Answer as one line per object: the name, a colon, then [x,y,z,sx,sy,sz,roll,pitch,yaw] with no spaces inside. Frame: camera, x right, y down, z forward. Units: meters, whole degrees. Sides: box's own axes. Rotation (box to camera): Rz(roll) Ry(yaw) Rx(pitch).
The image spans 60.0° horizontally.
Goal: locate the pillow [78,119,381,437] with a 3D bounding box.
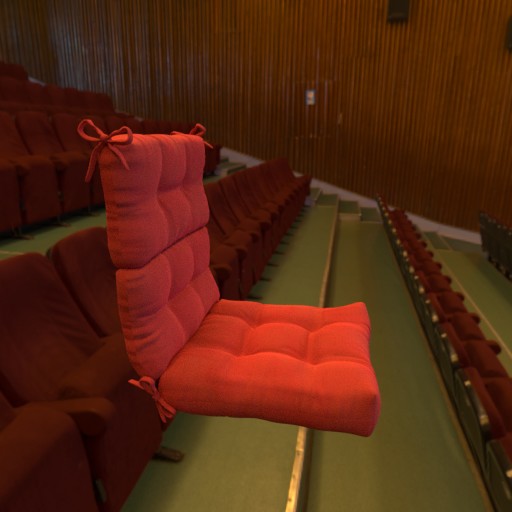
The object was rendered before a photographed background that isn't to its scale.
pillow: [0.000,0.000,1.038,0.571,0.605,0.519,3,16,10]
